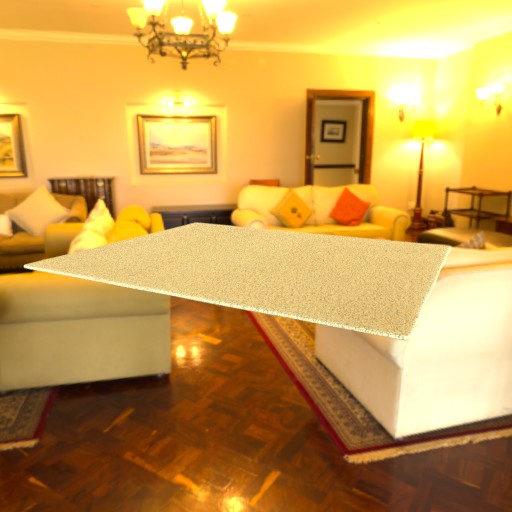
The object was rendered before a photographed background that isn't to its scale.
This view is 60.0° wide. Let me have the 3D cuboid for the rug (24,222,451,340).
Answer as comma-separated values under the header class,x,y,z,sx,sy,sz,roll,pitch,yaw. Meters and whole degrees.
class,x,y,z,sx,sy,sz,roll,pitch,yaw
rug,0.000,0.000,3.984,3.047,0.029,2.438,7,15,27
